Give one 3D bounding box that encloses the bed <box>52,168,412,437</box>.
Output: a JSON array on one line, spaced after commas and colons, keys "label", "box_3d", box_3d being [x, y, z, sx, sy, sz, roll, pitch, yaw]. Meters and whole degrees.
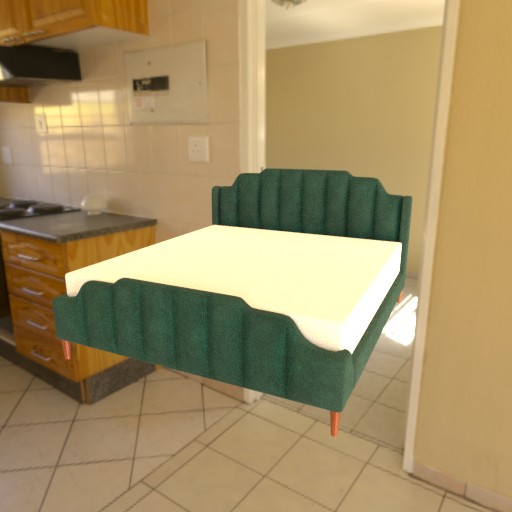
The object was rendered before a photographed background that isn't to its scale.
[{"label": "bed", "box_3d": [0.000, 0.000, 3.586, 2.074, 1.245, 2.340, 7, 16, 25]}]
